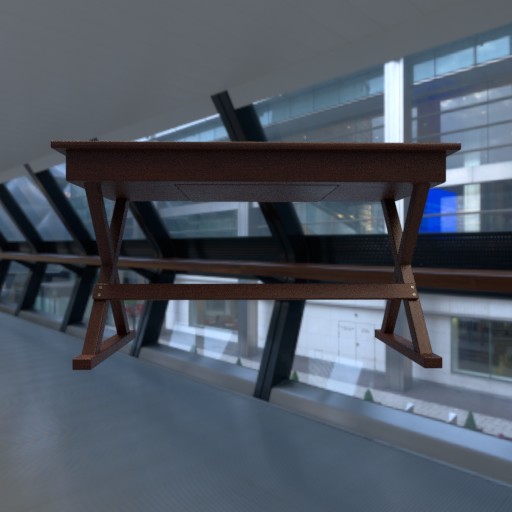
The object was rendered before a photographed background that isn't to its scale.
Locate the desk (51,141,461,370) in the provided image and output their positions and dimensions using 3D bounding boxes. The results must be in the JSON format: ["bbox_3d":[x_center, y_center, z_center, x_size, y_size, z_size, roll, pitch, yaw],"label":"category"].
[{"bbox_3d":[0.000,0.000,1.777,1.372,0.761,0.600,0,0,-1],"label":"desk"}]
